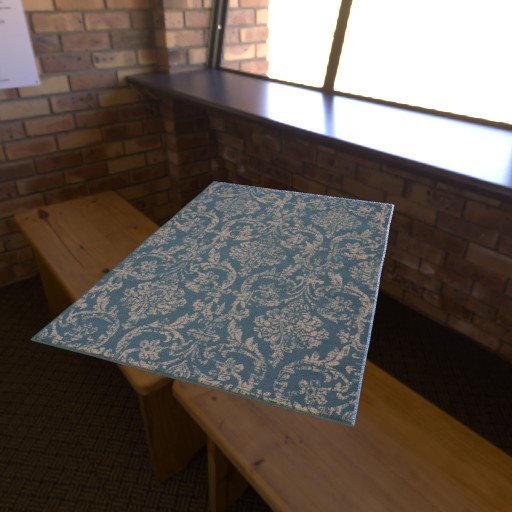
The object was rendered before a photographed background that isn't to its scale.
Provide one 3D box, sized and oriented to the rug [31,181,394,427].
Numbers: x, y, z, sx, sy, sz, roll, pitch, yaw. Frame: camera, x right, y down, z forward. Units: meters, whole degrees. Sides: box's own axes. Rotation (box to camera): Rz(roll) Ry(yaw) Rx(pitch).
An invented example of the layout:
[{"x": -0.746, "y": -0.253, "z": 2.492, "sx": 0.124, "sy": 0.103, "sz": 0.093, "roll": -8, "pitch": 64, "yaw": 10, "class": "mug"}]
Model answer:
[{"x": 0.000, "y": 0.000, "z": 2.825, "sx": 1.554, "sy": 0.012, "sz": 2.205, "roll": 10, "pitch": 32, "yaw": 16, "class": "rug"}]
